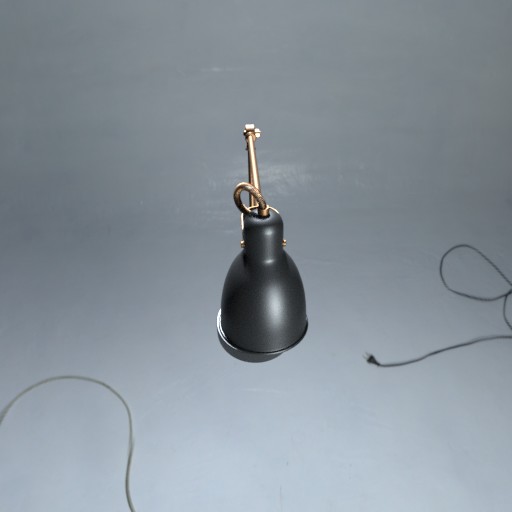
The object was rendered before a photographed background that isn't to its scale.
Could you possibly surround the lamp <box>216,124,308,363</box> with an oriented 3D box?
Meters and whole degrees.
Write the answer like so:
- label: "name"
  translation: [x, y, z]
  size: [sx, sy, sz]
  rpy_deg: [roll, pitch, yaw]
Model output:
- label: "lamp"
  translation: [0.000, 0.000, 0.857]
  size: [0.187, 0.587, 0.561]
  rpy_deg: [-2, 46, -2]
